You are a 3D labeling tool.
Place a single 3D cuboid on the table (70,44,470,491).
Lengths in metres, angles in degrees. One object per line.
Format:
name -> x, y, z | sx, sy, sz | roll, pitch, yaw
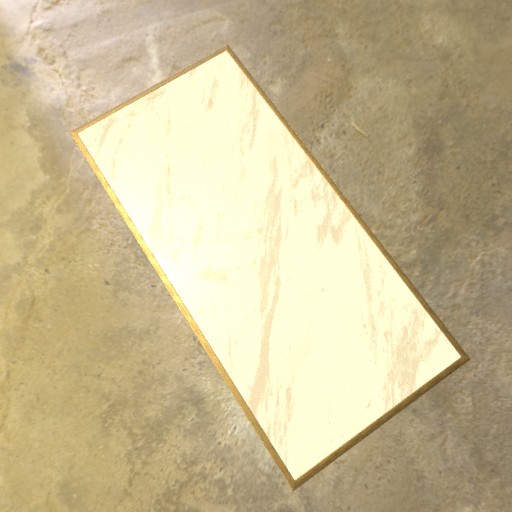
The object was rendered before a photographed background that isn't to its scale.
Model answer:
table -> 0.000, 0.000, 1.460 | 0.577, 0.405, 1.197 | -33, 77, -8
